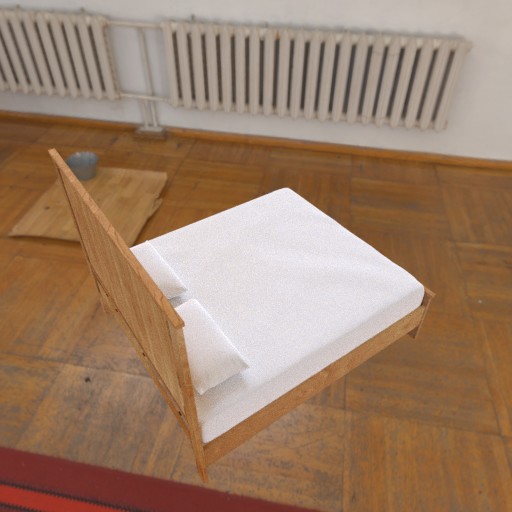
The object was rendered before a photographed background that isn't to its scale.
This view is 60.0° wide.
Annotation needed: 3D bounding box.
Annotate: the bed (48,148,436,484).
[{"bbox_3d":[0.000,0.000,4.064,2.530,1.938,2.225,-25,47,-25],"label":"bed"}]
